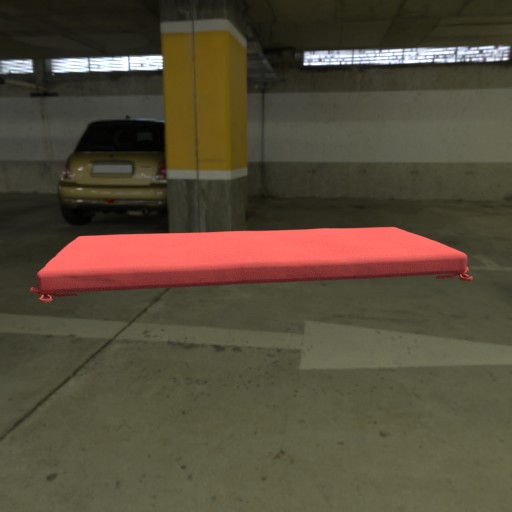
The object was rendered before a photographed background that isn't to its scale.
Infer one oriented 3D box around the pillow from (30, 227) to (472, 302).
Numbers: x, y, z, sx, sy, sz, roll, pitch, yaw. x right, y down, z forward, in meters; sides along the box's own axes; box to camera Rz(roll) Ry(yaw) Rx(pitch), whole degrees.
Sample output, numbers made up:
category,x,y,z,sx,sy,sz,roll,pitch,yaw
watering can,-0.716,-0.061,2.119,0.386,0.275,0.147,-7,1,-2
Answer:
category,x,y,z,sx,sy,sz,roll,pitch,yaw
pillow,0.000,0.000,1.354,1.187,0.081,0.492,-2,14,-9
